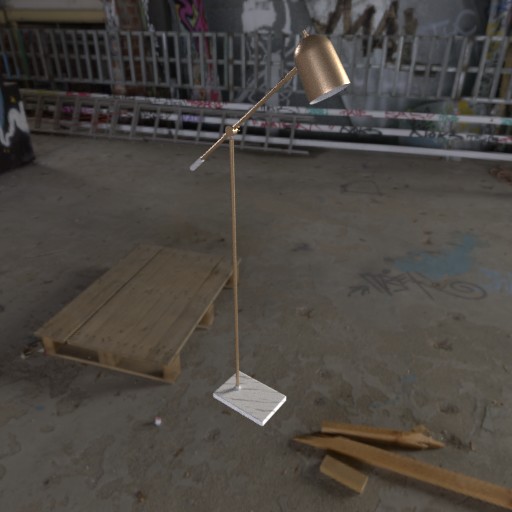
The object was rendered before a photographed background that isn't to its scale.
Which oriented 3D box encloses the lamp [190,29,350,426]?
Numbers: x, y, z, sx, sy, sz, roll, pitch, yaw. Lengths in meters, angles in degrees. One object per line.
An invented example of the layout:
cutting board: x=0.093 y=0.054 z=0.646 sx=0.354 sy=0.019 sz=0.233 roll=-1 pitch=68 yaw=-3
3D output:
lamp: x=0.000 y=0.000 z=1.747 sx=0.653 sy=1.594 sz=0.194 roll=20 pitch=34 yaw=32
